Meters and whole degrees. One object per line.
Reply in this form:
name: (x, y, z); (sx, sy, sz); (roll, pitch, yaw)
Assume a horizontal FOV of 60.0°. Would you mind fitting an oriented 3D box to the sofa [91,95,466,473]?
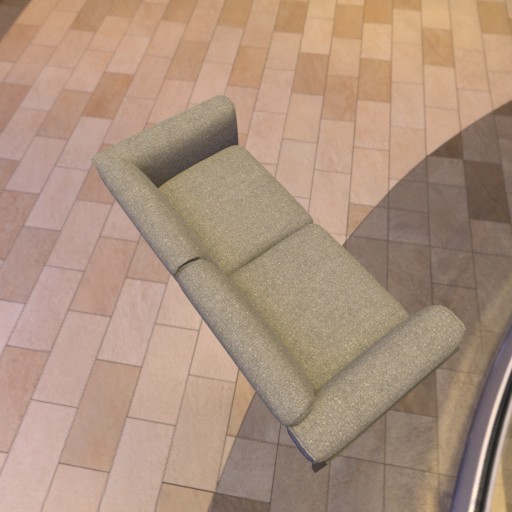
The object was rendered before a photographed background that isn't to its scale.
sofa: (0.000, 0.000, 2.539); (0.985, 0.703, 2.125); (-33, 65, -18)
